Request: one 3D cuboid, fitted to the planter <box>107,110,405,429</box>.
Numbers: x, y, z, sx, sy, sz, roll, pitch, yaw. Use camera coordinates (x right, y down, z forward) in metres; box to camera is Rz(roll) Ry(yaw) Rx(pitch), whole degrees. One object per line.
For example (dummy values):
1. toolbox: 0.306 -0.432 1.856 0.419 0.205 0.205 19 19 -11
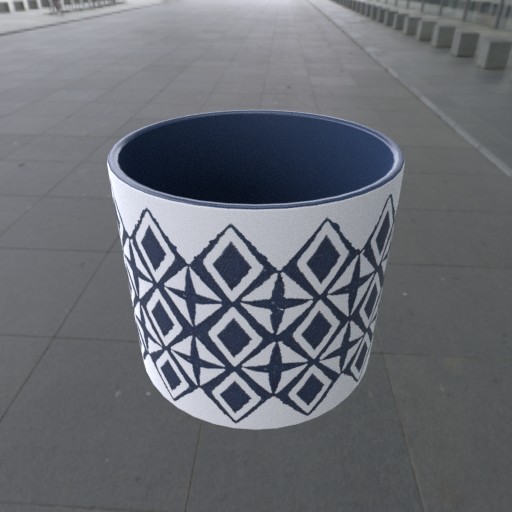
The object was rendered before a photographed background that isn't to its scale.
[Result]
1. planter: 0.000 0.000 0.397 0.224 0.203 0.224 0 32 0
